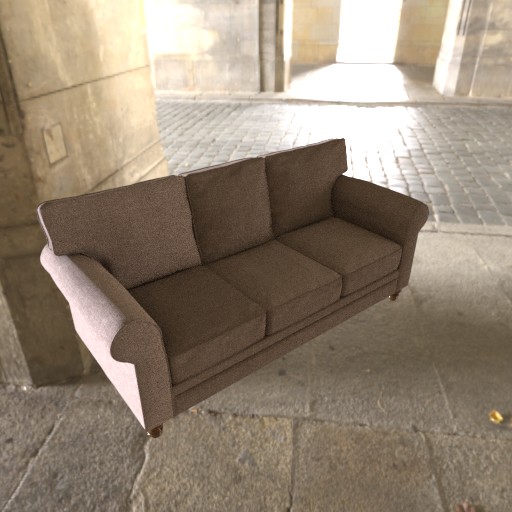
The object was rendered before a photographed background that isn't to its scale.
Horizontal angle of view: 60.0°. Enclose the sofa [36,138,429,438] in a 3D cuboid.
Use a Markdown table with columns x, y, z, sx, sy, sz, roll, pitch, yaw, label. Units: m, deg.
| x | y | z | sx | sy | sz | roll | pitch | yaw | label |
| --- | --- | --- | --- | --- | --- | --- | --- | --- | --- |
| 0.000 | 0.000 | 2.549 | 2.084 | 0.961 | 0.916 | -21 | 35 | -33 | sofa |
